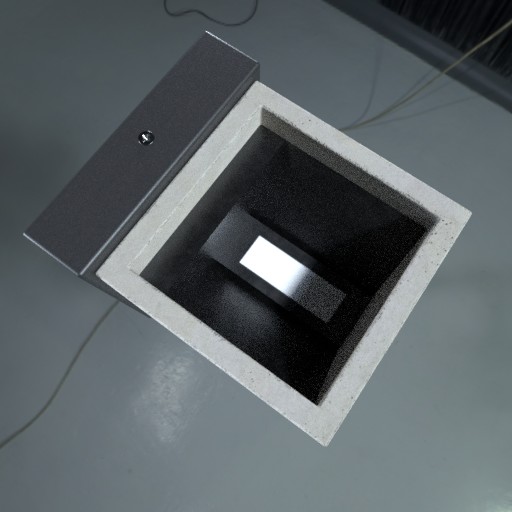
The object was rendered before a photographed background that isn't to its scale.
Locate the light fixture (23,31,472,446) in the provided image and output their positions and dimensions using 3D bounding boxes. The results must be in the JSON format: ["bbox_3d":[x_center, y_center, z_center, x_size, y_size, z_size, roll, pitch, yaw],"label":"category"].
[{"bbox_3d":[0.000,0.000,0.235,0.143,0.121,0.121,35,77,9],"label":"light fixture"}]
